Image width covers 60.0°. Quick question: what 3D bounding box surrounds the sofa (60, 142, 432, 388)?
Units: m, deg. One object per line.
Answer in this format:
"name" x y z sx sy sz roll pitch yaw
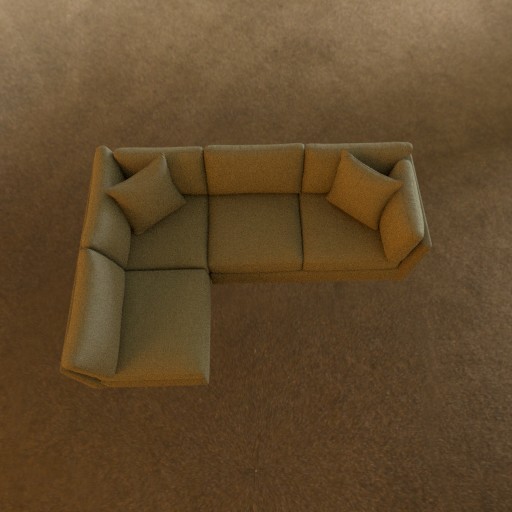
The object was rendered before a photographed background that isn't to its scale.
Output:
"sofa" 0.000 0.000 3.802 2.896 0.978 1.994 -1 64 -1
